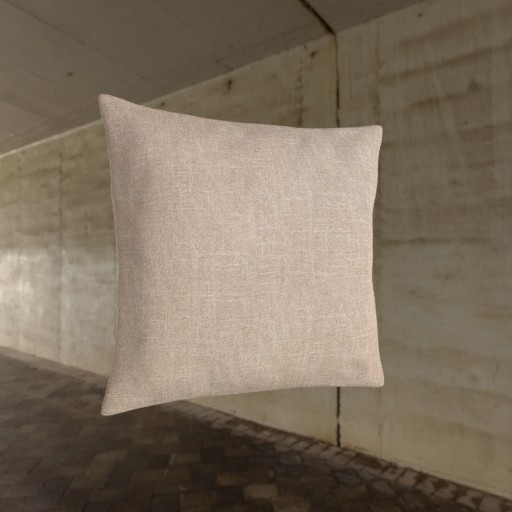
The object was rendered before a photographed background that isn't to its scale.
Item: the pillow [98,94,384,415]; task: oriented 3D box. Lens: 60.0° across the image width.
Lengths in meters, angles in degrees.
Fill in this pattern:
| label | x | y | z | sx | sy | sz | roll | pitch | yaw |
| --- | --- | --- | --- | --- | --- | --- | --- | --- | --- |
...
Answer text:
| label | x | y | z | sx | sy | sz | roll | pitch | yaw |
| --- | --- | --- | --- | --- | --- | --- | --- | --- | --- |
| pillow | 0.000 | 0.000 | 0.778 | 0.523 | 0.506 | 0.166 | 0 | -1 | -18 |
